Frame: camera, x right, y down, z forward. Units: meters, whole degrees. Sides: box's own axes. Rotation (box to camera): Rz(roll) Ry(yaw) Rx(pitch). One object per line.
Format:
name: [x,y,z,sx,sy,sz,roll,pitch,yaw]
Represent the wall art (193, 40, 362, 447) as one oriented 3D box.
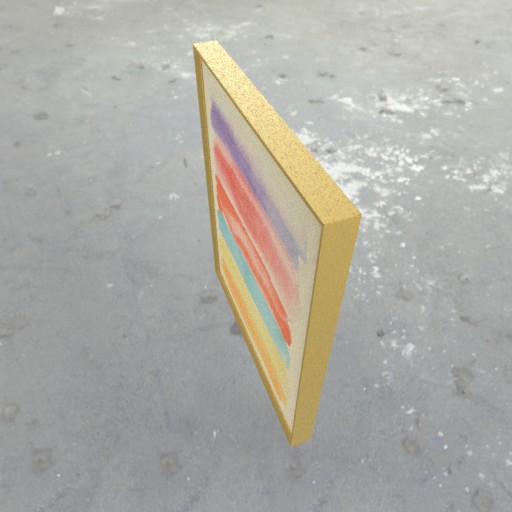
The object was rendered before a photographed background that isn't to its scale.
wall art: [0.000,0.000,0.893,0.048,0.642,0.537,-16,48,-14]
